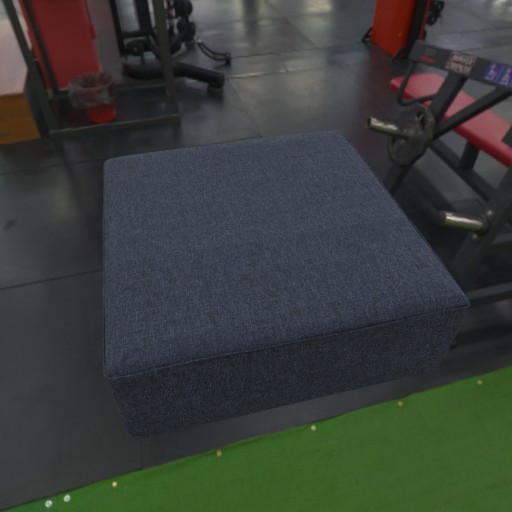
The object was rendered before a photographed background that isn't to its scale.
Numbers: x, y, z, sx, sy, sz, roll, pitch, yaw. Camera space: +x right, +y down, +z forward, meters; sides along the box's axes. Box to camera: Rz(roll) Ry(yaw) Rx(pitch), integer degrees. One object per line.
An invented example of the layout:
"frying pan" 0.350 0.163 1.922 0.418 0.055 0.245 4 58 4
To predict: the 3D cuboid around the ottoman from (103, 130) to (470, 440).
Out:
"ottoman" 0.000 0.000 1.607 1.023 0.423 1.017 -9 45 -9
